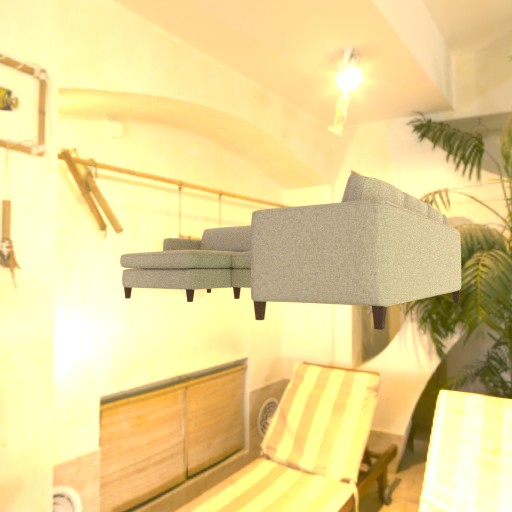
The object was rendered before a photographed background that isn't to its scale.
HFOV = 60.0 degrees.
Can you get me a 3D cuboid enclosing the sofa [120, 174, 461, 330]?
[{"bbox_3d":[0.000,0.000,4.507,3.460,0.959,2.593,-1,-2,34],"label":"sofa"}]
